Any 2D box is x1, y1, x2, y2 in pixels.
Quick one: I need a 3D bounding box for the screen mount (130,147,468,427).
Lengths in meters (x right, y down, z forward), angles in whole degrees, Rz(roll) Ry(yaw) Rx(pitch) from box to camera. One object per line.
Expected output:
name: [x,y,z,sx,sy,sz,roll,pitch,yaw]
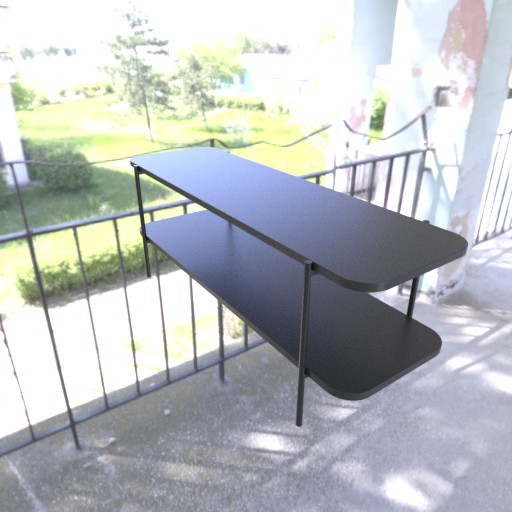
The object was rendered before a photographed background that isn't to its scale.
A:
screen mount: [0.000,0.000,1.421,0.400,0.447,1.200,-17,31,-31]
